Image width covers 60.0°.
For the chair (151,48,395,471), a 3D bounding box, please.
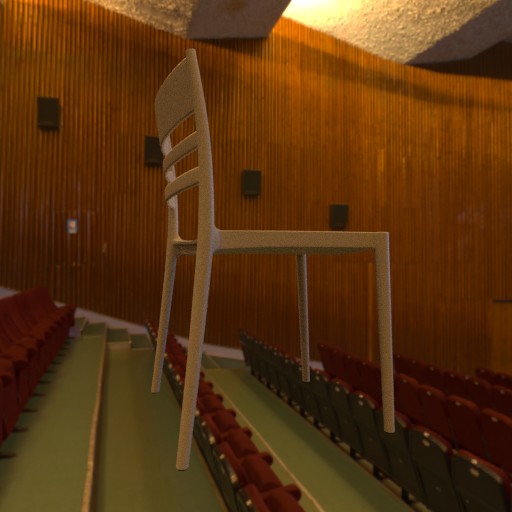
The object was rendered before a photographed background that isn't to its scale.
[{"bbox_3d":[0.000,0.000,1.142,0.511,0.800,0.531,0,-1,-18],"label":"chair"}]
